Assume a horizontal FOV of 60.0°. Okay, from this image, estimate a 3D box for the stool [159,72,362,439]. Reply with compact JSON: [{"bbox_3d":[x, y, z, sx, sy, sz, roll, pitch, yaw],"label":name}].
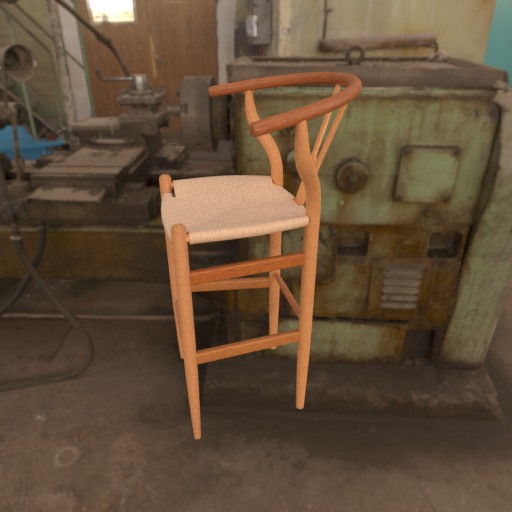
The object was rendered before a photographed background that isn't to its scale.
[{"bbox_3d":[0.000,0.000,1.417,0.561,1.068,0.574,-7,29,-13],"label":"stool"}]
